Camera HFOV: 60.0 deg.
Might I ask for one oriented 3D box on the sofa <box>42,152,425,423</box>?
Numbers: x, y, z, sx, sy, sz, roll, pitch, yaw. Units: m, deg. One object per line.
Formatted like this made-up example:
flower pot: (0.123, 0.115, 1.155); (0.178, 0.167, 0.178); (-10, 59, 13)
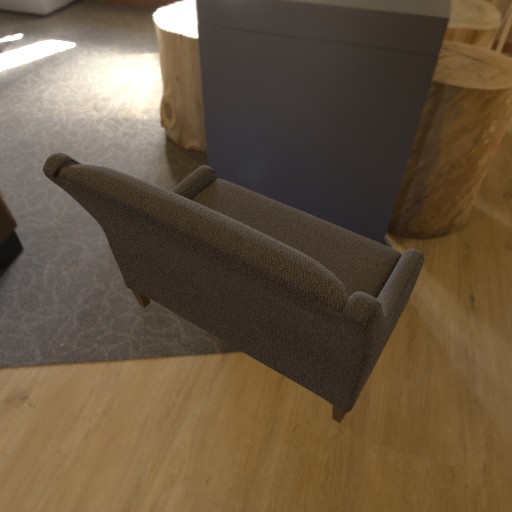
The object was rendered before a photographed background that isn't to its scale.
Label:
sofa: (0.000, 0.000, 1.895); (1.242, 1.022, 0.873); (25, 52, 22)
